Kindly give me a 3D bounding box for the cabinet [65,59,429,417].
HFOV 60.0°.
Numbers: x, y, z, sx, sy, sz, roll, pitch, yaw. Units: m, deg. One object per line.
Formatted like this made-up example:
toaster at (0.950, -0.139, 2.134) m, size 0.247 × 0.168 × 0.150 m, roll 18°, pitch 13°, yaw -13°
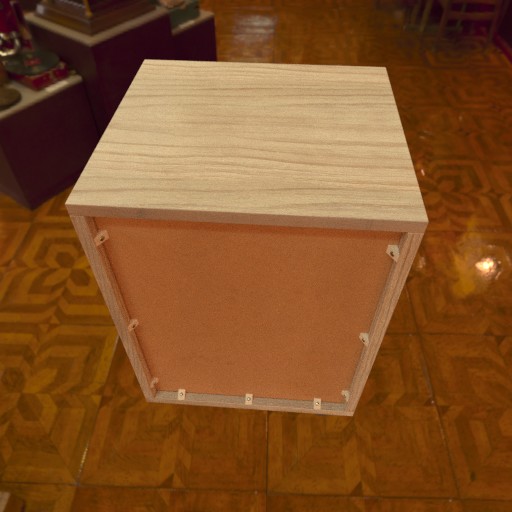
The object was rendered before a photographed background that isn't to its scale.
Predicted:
cabinet at (0.000, 0.000, 0.843) m, size 0.409 × 0.579 × 0.401 m, roll 3°, pitch 48°, yaw 3°
